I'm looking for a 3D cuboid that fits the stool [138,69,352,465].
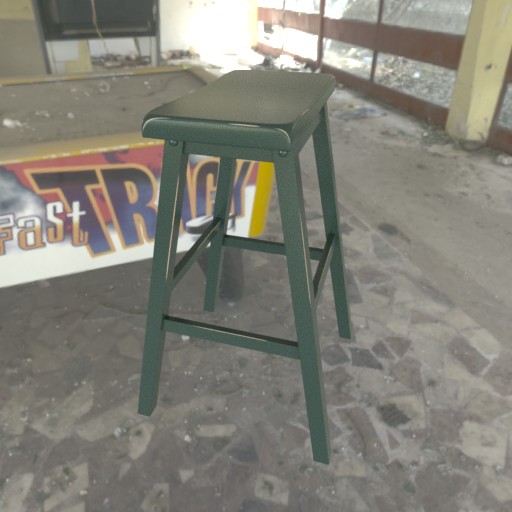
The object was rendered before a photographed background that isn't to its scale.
[{"bbox_3d":[0.000,0.000,1.033,0.476,0.737,0.457,9,33,14],"label":"stool"}]
